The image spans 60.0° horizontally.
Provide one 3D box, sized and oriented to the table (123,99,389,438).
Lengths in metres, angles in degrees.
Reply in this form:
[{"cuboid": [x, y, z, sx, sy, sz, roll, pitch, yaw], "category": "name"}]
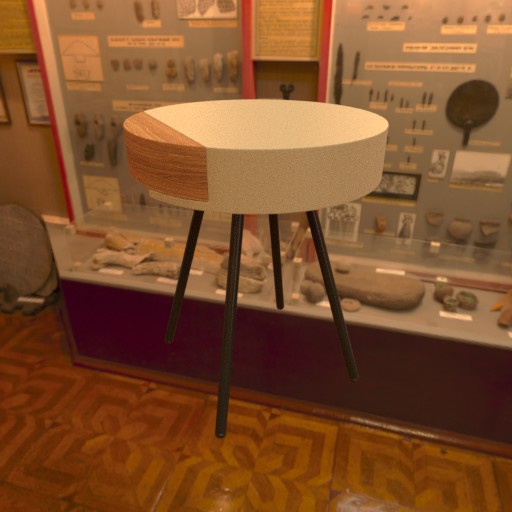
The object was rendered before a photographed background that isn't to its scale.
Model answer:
[{"cuboid": [0.000, 0.000, 0.868, 0.450, 0.525, 0.450, 0, 27, 0], "category": "table"}]
